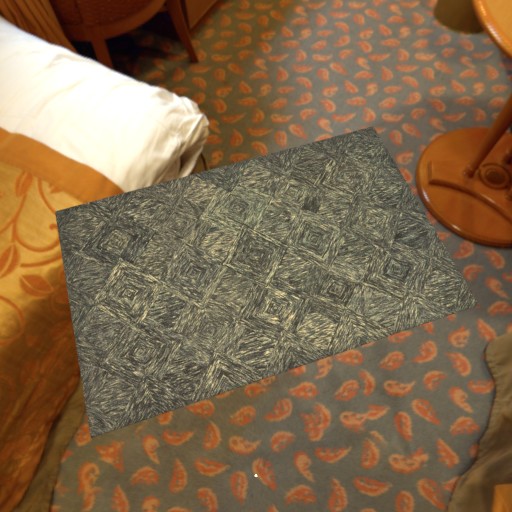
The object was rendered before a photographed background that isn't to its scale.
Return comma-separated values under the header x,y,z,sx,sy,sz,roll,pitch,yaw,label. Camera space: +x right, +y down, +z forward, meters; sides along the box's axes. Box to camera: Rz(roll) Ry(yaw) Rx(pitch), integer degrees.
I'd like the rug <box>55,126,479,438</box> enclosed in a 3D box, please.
x,y,z,sx,sy,sz,roll,pitch,yaw,label
0.000,0.000,2.808,2.330,0.017,1.478,-17,65,-8,rug
